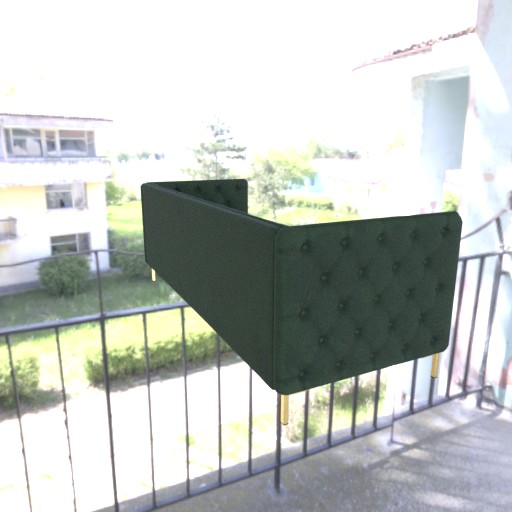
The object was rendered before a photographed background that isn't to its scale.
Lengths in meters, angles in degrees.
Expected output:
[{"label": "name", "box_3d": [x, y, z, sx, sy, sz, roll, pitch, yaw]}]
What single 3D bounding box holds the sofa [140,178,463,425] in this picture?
[{"label": "sofa", "box_3d": [0.000, 0.000, 2.682, 0.895, 0.771, 2.209, -7, 16, -26]}]
